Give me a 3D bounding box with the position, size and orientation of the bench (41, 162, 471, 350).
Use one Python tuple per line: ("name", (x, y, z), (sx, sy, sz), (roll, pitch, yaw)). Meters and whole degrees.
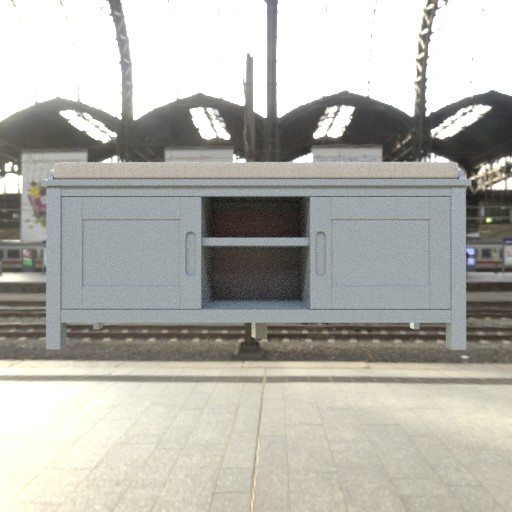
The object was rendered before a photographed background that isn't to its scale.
("bench", (0.000, 0.000, 1.372), (1.140, 0.501, 0.398), (0, 0, 0))
